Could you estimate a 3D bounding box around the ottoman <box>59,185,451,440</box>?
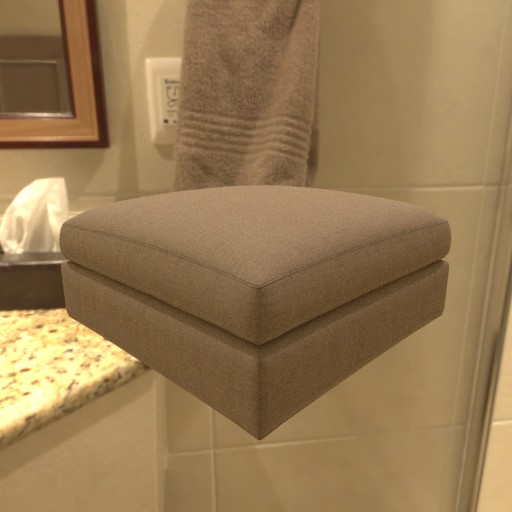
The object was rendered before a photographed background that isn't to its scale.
[{"bbox_3d":[0.000,0.000,1.624,1.041,0.470,1.041,15,21,43],"label":"ottoman"}]
